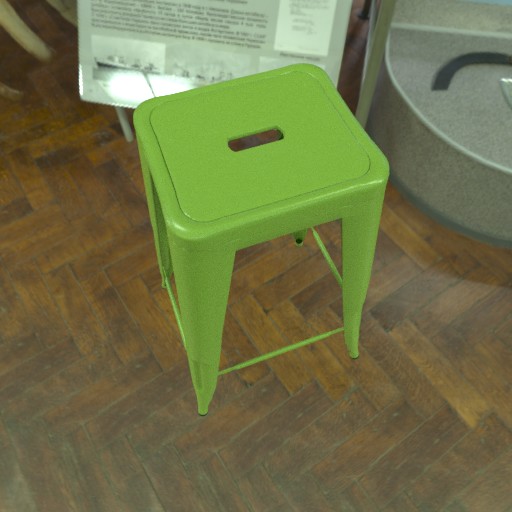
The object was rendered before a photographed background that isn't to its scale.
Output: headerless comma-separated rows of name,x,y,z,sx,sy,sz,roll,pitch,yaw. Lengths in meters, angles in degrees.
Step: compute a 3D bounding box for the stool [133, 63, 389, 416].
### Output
stool,0.000,0.000,0.844,0.398,0.609,0.358,-17,60,-10
